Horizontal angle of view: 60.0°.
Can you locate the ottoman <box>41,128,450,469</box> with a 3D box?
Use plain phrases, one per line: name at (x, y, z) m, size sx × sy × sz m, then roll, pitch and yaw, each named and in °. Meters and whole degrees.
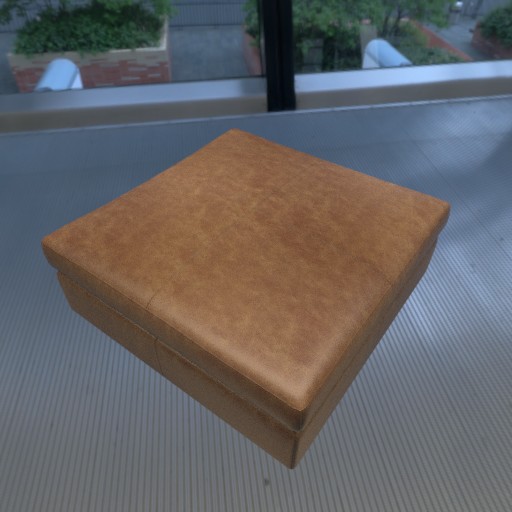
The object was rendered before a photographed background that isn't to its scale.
ottoman at (0.000, 0.000, 1.852) m, size 1.168 × 0.483 × 1.169 m, roll 26°, pitch 48°, yaw 26°
